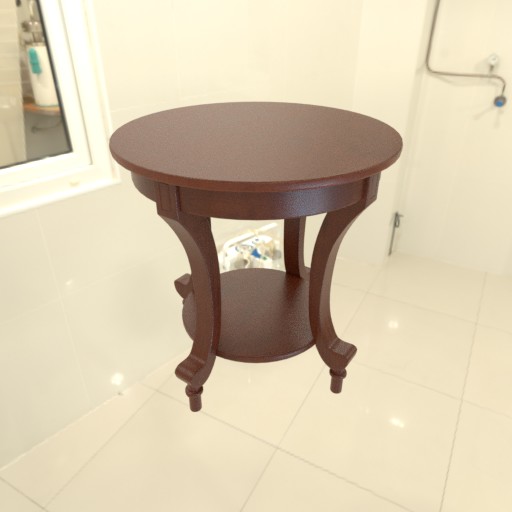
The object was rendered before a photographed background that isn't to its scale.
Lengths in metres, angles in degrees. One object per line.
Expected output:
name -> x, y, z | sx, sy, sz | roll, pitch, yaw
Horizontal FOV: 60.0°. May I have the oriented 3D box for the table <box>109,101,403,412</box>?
table -> 0.000, 0.000, 1.089 | 0.597, 0.612, 0.597 | 0, 30, 0
